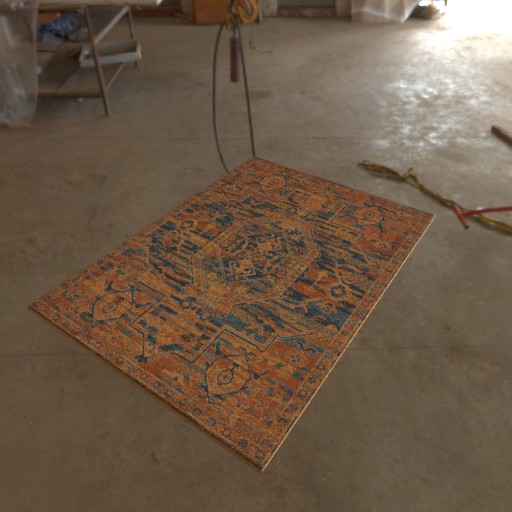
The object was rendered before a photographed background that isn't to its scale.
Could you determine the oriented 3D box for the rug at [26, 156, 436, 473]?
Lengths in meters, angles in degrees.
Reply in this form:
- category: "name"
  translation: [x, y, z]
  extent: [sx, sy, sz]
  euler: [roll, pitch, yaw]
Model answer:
- category: "rug"
  translation: [0.000, 0.000, 2.810]
  extent: [1.588, 0.024, 2.204]
  euler: [24, 45, 26]
